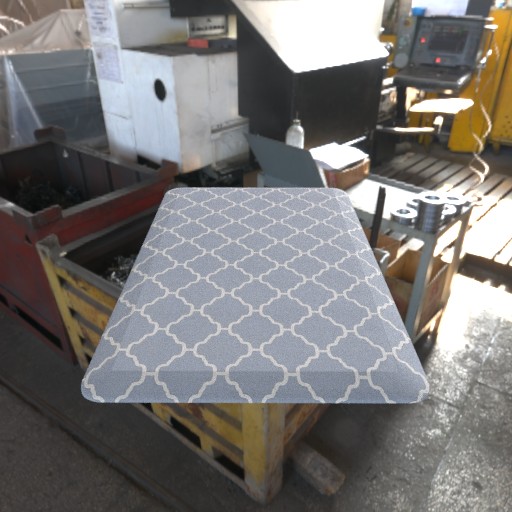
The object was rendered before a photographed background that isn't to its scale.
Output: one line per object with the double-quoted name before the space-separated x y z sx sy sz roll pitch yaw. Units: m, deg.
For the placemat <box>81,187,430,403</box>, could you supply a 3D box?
"placemat" 0.000 0.000 0.939 0.508 0.021 0.762 0 31 0
